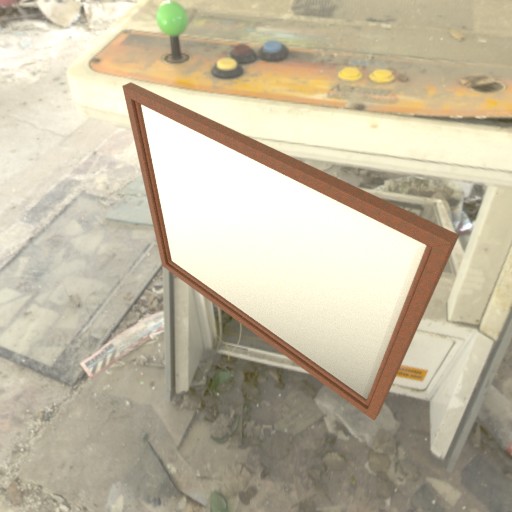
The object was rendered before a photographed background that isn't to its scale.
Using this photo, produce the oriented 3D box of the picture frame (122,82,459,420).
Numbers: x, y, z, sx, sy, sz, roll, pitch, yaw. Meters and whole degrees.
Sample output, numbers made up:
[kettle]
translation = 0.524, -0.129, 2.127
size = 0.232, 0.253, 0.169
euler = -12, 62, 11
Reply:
[picture frame]
translation = 0.000, 0.000, 1.778
size = 1.329, 1.018, 0.045
euler = 32, 54, 27
